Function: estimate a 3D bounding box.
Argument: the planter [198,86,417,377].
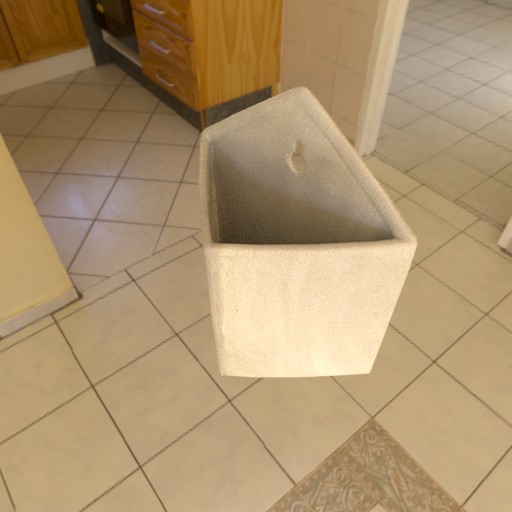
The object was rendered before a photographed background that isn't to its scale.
[{"bbox_3d":[0.000,0.000,0.277,0.163,0.194,0.080,33,55,27],"label":"planter"}]
